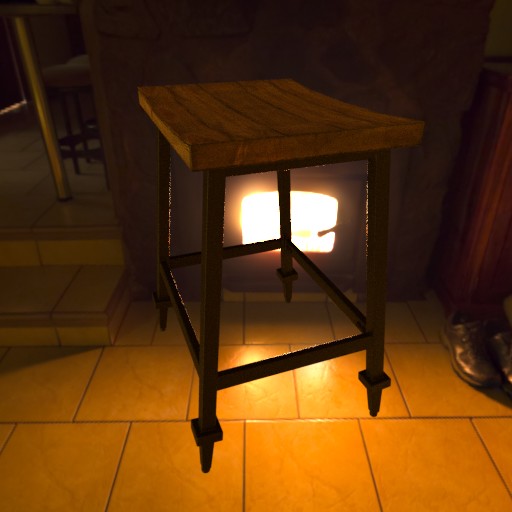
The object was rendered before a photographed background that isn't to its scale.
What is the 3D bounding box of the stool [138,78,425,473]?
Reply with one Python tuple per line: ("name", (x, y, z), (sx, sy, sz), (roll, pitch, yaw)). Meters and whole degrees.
("stool", (0.000, 0.000, 0.933), (0.405, 0.625, 0.486), (-10, 31, -18))
